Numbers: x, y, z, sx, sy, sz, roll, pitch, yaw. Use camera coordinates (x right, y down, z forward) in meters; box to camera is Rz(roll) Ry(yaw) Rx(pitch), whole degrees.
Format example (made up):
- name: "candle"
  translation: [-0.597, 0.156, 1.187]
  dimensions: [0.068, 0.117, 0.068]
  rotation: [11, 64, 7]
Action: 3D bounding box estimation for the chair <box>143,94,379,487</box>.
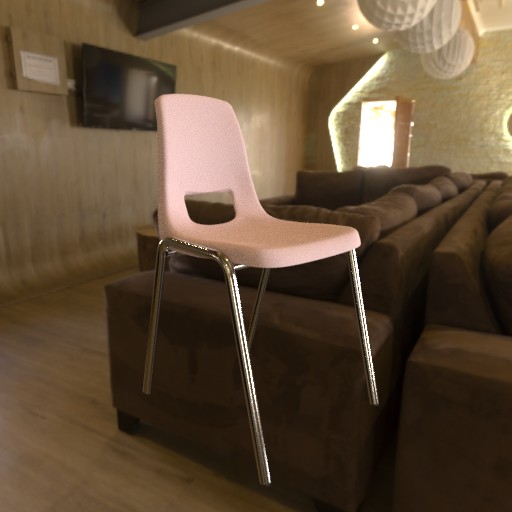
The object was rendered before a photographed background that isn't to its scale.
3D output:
- name: "chair"
  translation: [0.000, 0.000, 0.971]
  dimensions: [0.381, 0.704, 0.436]
  rotation: [-12, 18, -43]
